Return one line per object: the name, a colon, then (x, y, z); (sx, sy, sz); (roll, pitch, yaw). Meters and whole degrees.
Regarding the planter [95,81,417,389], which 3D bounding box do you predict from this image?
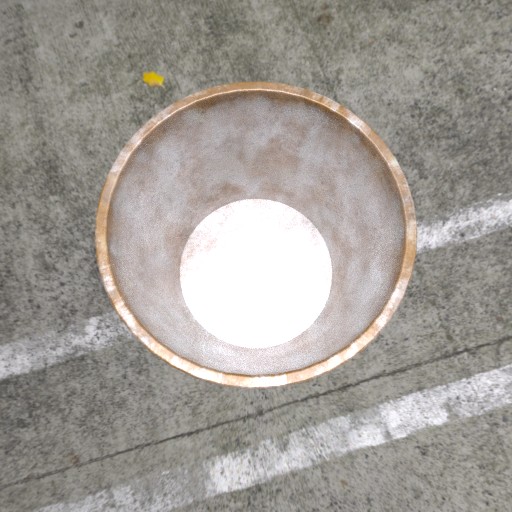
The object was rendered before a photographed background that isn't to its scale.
planter: (0.000, 0.000, 0.457); (0.255, 0.223, 0.255); (0, 76, 0)
